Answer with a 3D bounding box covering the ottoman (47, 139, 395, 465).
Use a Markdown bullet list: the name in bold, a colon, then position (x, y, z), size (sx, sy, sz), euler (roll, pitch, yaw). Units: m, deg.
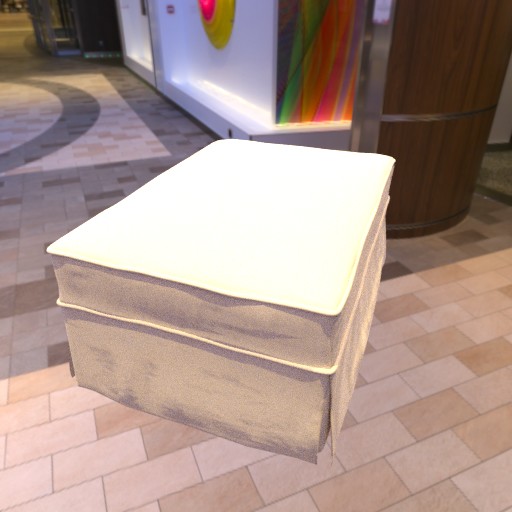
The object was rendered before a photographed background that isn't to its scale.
- **ottoman**: position (0.000, 0.000, 1.300), size (0.703, 0.479, 0.944), euler (11, 32, 18)
